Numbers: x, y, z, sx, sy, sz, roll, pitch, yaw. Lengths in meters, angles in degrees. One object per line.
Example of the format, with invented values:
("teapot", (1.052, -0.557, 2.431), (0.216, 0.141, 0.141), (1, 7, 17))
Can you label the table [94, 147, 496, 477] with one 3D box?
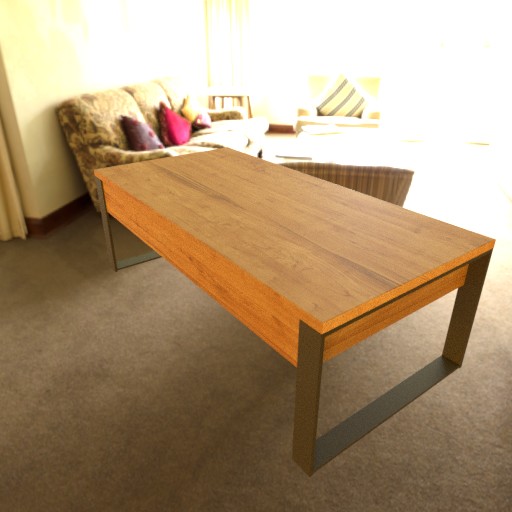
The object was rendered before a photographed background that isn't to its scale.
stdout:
("table", (0.000, 0.000, 1.433), (0.590, 0.400, 1.180), (-19, 32, -32))
